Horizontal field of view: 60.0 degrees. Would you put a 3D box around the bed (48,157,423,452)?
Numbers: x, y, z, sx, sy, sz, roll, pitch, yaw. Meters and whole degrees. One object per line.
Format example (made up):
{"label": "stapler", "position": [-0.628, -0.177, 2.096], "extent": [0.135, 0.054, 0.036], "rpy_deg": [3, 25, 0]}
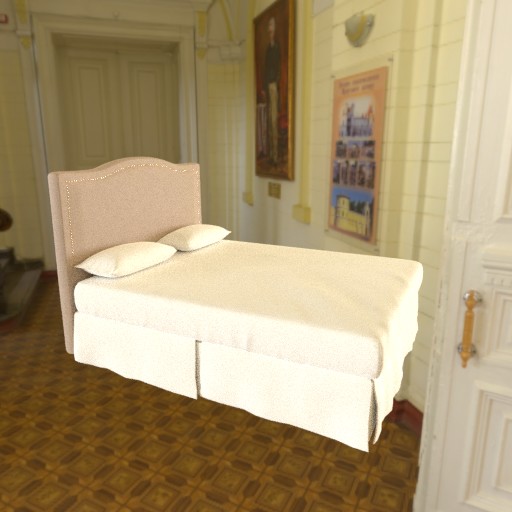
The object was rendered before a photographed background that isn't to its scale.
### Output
{"label": "bed", "position": [0.000, 0.000, 3.351], "extent": [2.282, 1.436, 1.821], "rpy_deg": [7, 16, 26]}
